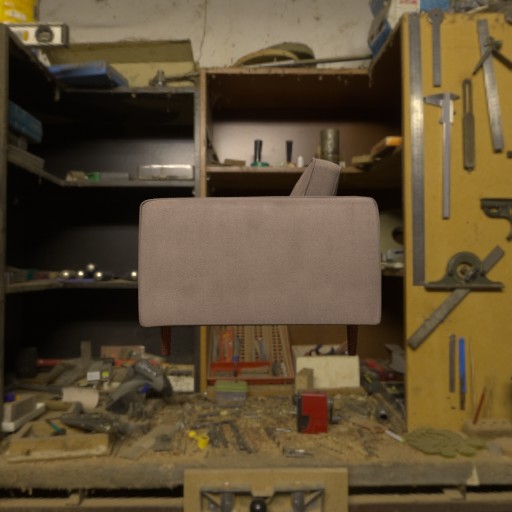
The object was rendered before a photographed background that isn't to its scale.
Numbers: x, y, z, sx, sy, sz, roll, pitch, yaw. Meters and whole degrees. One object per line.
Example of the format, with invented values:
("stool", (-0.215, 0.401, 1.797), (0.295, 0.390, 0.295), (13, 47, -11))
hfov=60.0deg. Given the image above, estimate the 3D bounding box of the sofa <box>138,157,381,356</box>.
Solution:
("sofa", (0.000, 0.000, 2.764), (0.923, 0.813, 2.295), (0, 0, 0))
